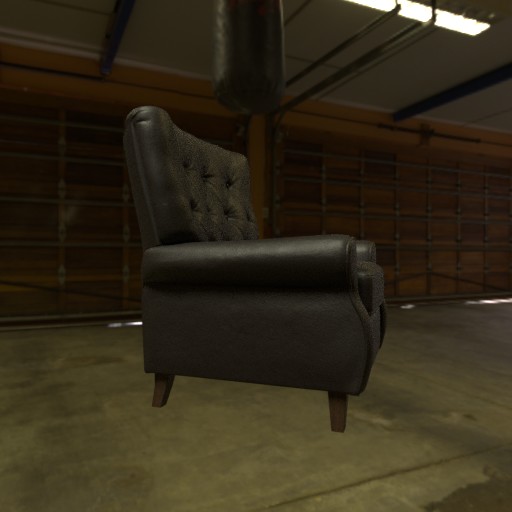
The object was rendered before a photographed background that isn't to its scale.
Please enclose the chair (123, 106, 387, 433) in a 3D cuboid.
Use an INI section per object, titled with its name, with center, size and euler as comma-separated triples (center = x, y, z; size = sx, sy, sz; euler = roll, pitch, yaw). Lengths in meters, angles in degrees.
[chair]
center = 0.000, 0.000, 1.927
size = 1.058, 1.158, 0.948
euler = 0, 0, 20
